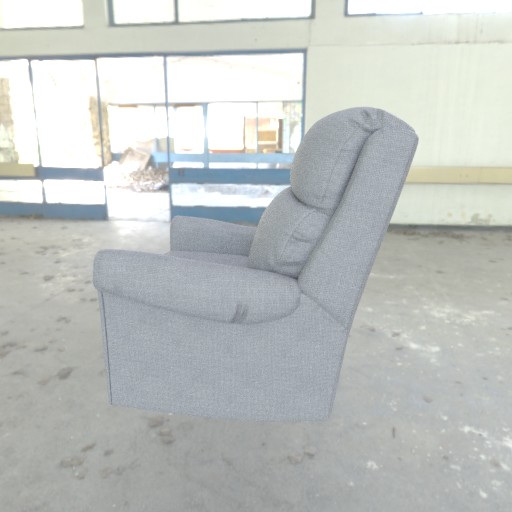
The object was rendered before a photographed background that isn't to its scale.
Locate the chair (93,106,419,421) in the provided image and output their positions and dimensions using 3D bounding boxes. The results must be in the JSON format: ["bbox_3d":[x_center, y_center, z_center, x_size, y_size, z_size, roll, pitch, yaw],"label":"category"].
[{"bbox_3d":[0.000,0.000,1.717,1.014,1.054,0.838,2,14,9],"label":"chair"}]
